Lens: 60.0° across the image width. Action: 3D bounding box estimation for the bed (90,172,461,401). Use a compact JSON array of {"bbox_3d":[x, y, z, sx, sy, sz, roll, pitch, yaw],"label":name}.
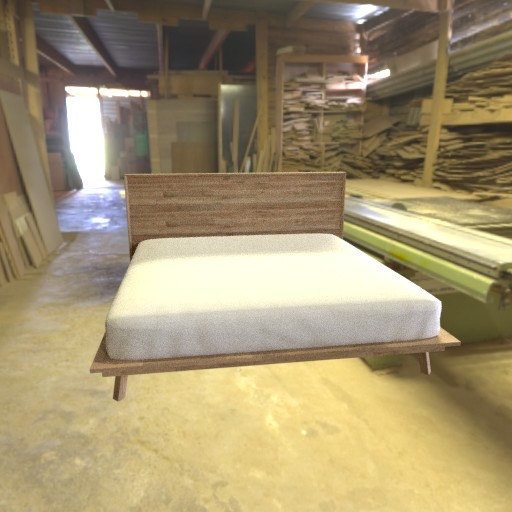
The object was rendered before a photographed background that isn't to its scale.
[{"bbox_3d":[0.000,0.000,3.365,2.116,1.100,2.167,-2,15,-9],"label":"bed"}]
